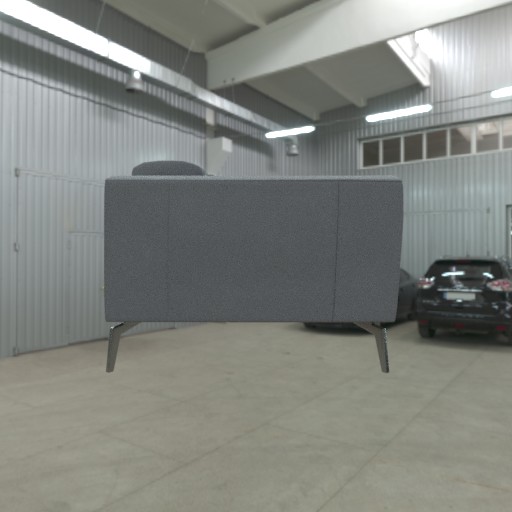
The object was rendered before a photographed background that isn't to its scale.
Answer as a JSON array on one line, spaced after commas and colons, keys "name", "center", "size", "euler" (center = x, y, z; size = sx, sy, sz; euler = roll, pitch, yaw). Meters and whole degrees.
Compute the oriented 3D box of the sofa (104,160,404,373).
[{"name": "sofa", "center": [0.000, 0.000, 2.365], "size": [1.003, 0.779, 1.895], "euler": [0, -1, 0]}]
